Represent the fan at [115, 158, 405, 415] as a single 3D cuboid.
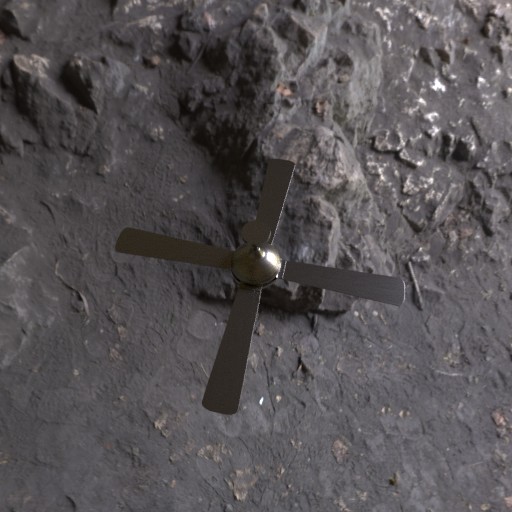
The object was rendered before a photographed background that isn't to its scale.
[{"bbox_3d":[0.000,0.000,2.026,1.321,0.381,1.321,29,62,17],"label":"fan"}]
